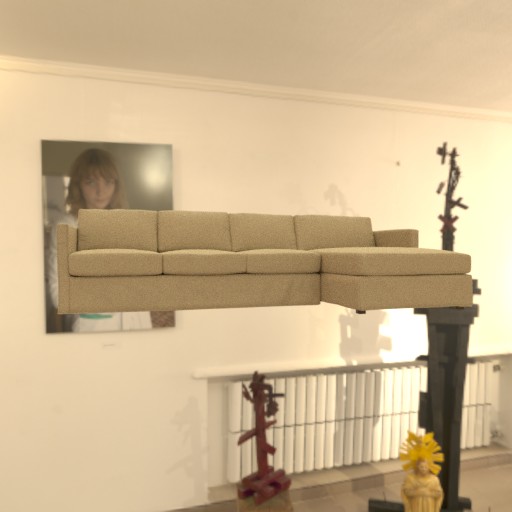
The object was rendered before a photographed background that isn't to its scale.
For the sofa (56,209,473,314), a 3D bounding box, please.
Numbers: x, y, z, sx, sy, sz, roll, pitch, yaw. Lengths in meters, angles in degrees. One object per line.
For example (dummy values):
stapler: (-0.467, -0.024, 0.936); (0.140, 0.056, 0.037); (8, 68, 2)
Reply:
sofa: (0.000, 0.000, 3.864); (3.177, 0.867, 1.622); (0, 1, -17)
